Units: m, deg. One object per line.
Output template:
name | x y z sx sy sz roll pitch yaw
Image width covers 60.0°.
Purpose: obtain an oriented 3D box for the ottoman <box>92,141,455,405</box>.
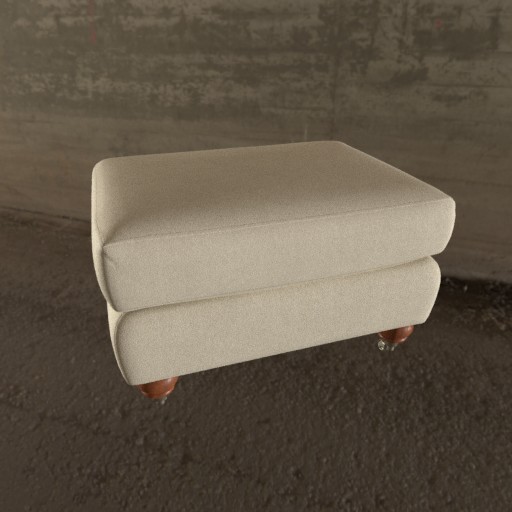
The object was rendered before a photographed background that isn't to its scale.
ottoman | 0.000 0.000 1.169 0.773 0.499 0.569 -9 29 -16
